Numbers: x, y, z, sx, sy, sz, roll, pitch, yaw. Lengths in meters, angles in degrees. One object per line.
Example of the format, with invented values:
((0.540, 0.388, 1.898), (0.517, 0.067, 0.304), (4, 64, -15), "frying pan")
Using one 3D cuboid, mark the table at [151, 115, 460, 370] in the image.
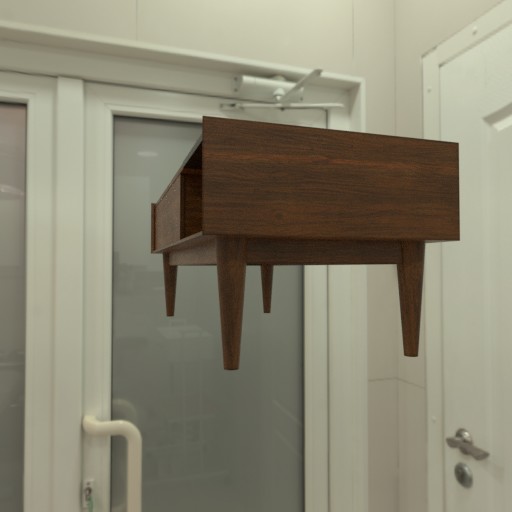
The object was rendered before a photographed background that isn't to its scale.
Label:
((0.000, 0.000, 1.524), (0.610, 0.508, 1.221), (0, -2, -18), "table")
